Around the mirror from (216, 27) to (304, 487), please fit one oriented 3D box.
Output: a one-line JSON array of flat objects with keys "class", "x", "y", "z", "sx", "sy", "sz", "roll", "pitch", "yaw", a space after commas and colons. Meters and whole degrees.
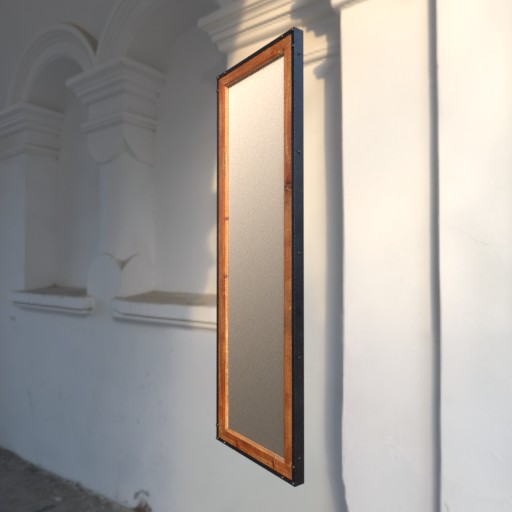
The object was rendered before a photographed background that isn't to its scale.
[{"class": "mirror", "x": 0.000, "y": 0.000, "z": 1.184, "sx": 0.042, "sy": 1.080, "sz": 0.354, "roll": 1, "pitch": -1, "yaw": -36}]
